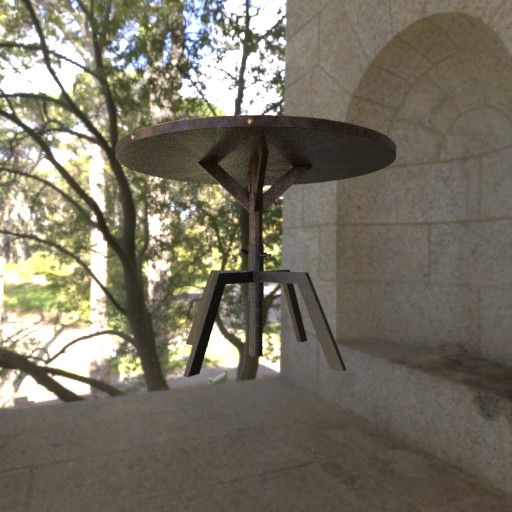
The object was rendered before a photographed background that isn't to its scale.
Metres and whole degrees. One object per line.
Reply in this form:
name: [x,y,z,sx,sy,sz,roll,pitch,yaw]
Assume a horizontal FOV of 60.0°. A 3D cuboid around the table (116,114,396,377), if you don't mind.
table: [0.000,0.000,1.466,0.885,0.658,0.885,0,0,0]
